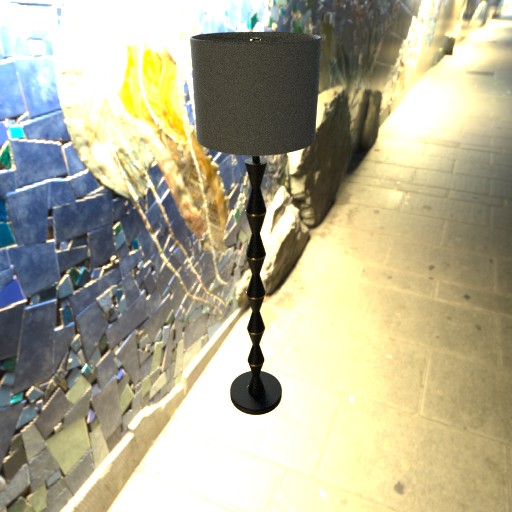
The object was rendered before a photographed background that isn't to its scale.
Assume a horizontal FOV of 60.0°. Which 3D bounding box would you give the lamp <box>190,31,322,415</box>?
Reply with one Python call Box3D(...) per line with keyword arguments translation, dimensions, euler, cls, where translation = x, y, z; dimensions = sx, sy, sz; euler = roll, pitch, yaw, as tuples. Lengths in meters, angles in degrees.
Box3D(translation=(0.000, 0.000, 1.662), dimensions=(0.381, 1.480, 0.381), euler=(21, 37, 31), cls="lamp")
